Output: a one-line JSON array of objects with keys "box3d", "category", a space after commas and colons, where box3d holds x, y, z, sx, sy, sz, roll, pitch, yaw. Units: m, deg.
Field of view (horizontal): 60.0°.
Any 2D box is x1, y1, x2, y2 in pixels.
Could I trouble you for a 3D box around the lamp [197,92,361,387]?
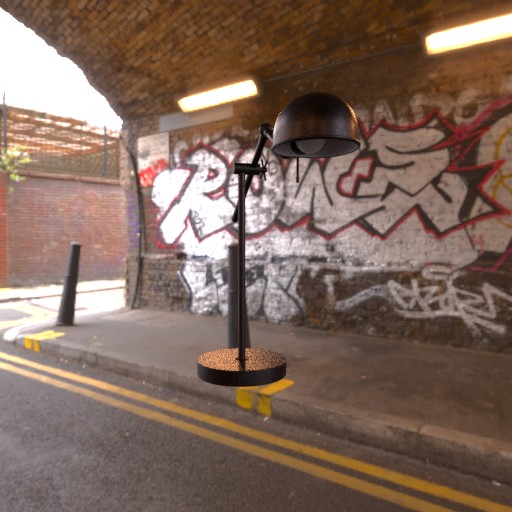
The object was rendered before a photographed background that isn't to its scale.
[{"box3d": [0.000, 0.000, 0.816, 0.185, 0.495, 0.567, 0, 2, -16], "category": "lamp"}]
